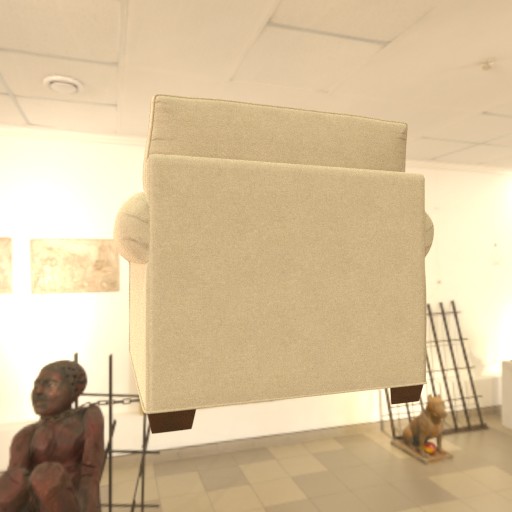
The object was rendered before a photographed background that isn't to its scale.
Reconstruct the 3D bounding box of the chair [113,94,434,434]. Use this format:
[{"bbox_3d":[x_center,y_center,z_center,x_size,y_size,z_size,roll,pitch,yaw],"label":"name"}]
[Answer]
[{"bbox_3d":[0.000,0.000,1.699,1.040,0.955,0.863,0,0,-18],"label":"chair"}]
